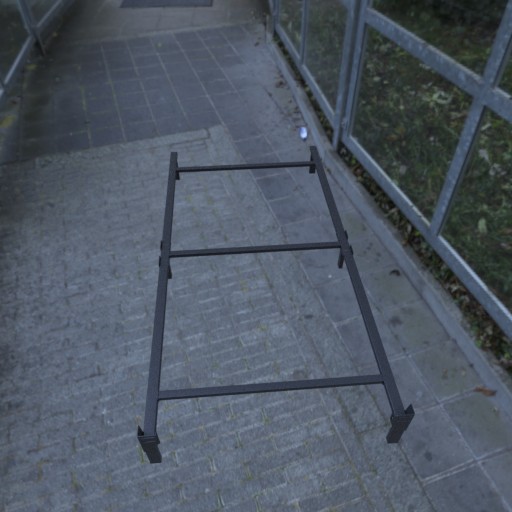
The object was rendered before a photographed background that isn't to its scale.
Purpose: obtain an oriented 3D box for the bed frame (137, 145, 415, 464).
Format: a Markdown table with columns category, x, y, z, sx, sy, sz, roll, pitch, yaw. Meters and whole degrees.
| category | x | y | z | sx | sy | sz | roll | pitch | yaw |
| --- | --- | --- | --- | --- | --- | --- | --- | --- | --- |
| bed frame | 0.000 | 0.000 | 2.276 | 0.968 | 0.248 | 1.897 | -3 | 45 | -3 |
